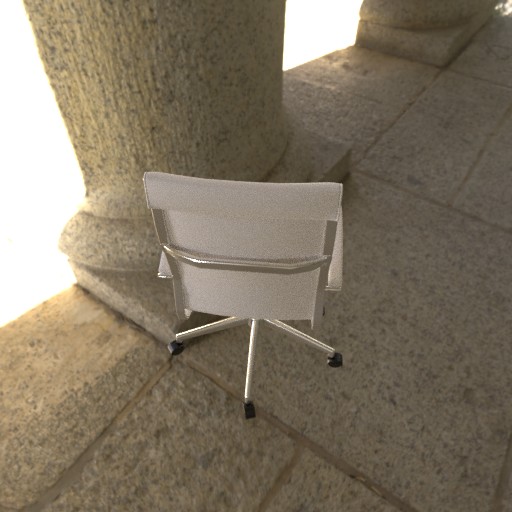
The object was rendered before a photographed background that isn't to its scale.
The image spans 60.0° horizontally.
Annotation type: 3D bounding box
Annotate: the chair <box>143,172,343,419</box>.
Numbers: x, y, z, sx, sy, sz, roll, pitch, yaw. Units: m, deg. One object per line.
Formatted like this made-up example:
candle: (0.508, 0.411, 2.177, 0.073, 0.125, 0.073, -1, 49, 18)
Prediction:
chair: (0.000, 0.000, 1.589, 0.766, 1.149, 0.739, 4, 47, 4)
